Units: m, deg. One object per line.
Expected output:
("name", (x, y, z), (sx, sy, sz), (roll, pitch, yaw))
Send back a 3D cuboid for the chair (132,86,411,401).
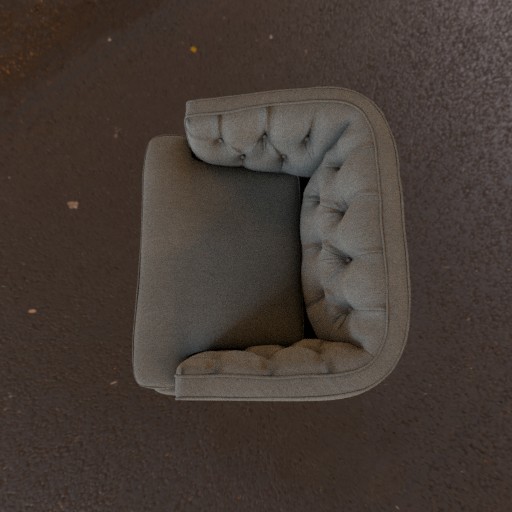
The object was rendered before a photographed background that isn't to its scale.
("chair", (0.000, 0.000, 1.785), (0.945, 0.852, 1.094), (0, 76, 0))
